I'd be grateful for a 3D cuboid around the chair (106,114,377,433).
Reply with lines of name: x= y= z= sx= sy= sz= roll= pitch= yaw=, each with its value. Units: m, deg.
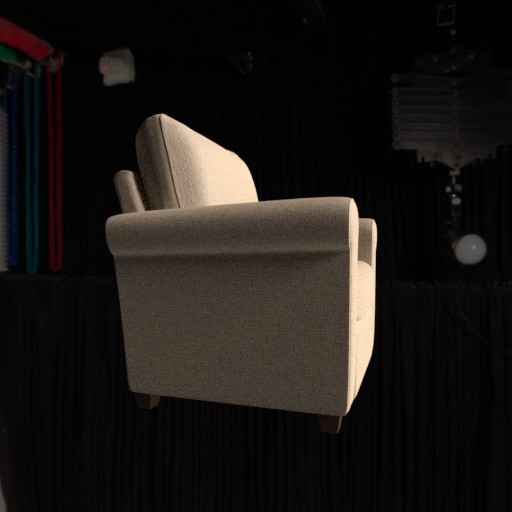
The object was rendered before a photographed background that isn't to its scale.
chair: x=0.000 y=0.000 z=2.355 sx=1.180 sy=1.349 sz=1.275 roll=0 pitch=0 yaw=19
